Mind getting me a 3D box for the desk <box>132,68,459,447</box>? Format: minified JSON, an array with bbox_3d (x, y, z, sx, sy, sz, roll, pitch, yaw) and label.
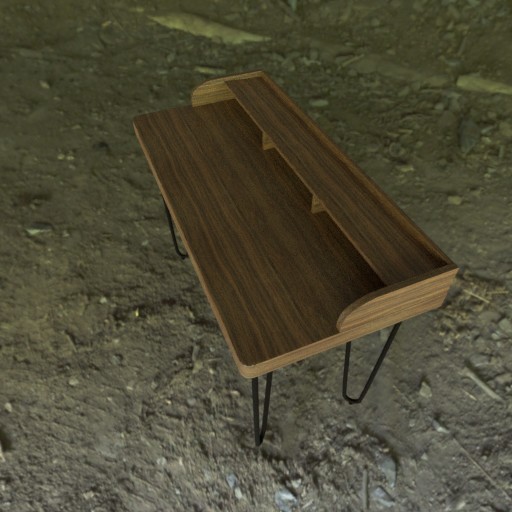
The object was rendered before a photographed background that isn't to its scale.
[{"bbox_3d":[0.000,0.000,1.684,0.565,0.854,1.200,-17,49,-15],"label":"desk"}]
